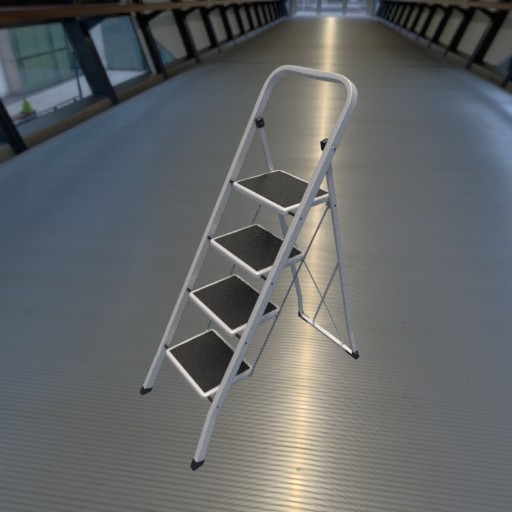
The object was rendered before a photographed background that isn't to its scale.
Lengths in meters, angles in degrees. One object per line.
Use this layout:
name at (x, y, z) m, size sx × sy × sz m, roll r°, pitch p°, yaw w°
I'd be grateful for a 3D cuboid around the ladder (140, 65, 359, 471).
ladder at (0.000, 0.000, 1.664) m, size 0.914 × 1.265 × 0.460 m, roll -21°, pitch 37°, yaw -31°
